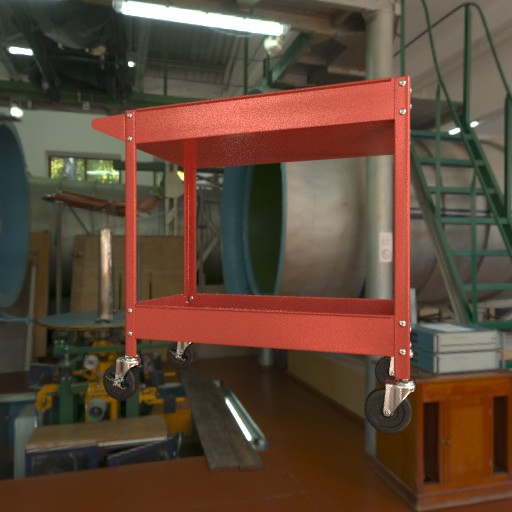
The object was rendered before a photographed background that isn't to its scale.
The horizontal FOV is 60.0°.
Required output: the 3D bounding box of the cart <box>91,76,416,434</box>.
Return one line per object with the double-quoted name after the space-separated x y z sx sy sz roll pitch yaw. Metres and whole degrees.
0.000 0.000 1.156 0.779 0.719 0.366 0 0 19 "cart"
